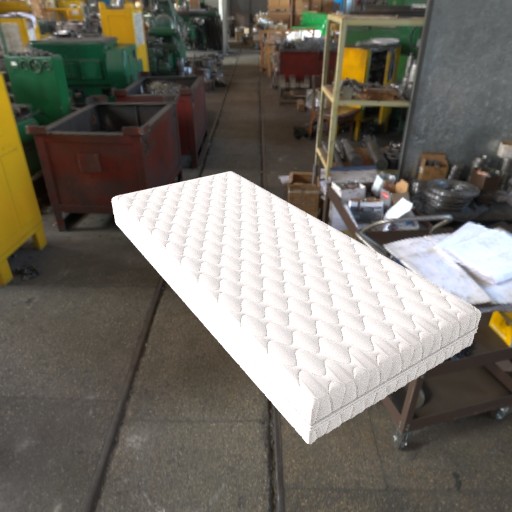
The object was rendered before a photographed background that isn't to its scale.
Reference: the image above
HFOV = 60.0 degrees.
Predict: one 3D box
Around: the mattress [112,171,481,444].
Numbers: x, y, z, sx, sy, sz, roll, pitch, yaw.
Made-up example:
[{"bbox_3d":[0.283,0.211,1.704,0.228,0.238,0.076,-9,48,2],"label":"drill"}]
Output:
[{"bbox_3d":[0.000,0.000,2.346,0.900,0.200,2.000,-18,35,-28],"label":"mattress"}]
